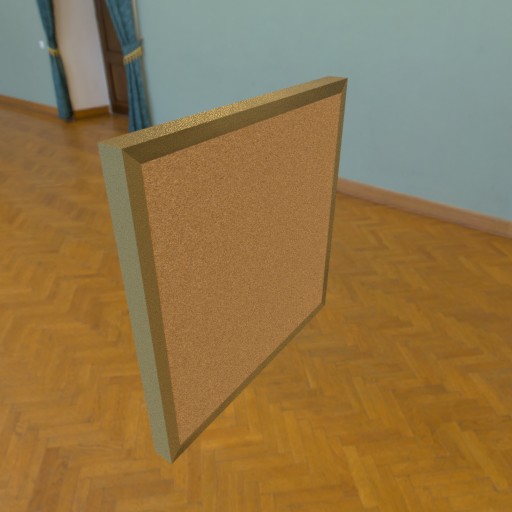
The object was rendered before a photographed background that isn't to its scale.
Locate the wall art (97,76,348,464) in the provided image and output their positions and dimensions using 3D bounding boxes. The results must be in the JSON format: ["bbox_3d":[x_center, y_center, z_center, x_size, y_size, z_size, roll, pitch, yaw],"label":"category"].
[{"bbox_3d":[0.000,0.000,0.756,0.038,0.508,0.507,20,37,30],"label":"wall art"}]
